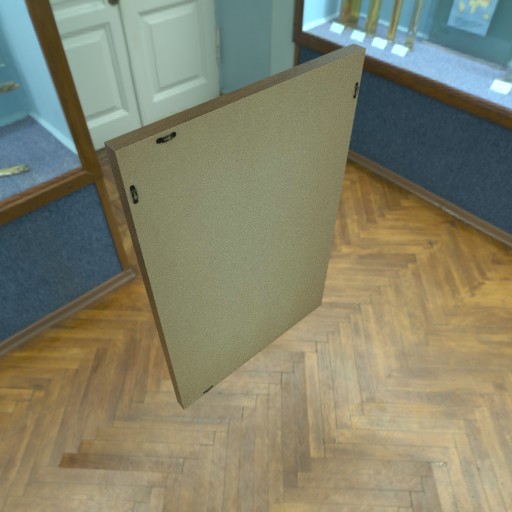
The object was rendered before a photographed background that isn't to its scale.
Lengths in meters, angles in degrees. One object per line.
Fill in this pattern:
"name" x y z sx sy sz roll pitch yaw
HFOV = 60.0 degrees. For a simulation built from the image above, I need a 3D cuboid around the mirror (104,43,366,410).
"mirror" 0.000 0.000 1.165 0.609 0.915 0.040 -32 54 -27
